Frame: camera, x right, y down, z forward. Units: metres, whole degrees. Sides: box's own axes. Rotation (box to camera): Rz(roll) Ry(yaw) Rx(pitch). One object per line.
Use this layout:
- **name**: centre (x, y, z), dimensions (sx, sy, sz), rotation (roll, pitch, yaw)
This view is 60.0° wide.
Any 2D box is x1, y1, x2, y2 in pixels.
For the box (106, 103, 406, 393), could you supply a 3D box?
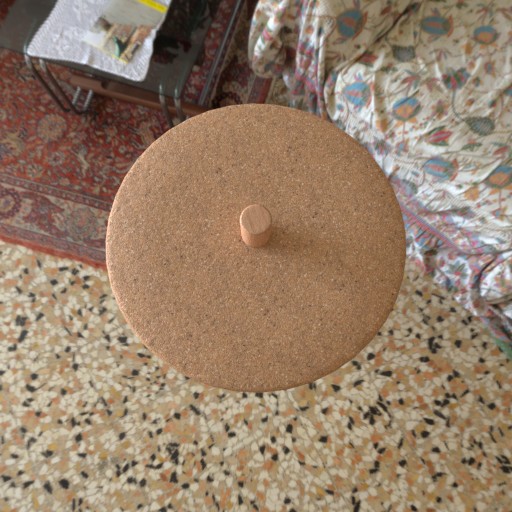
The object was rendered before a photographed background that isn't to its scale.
- **box**: centre (0.000, 0.000, 0.186), dimensions (0.107, 0.094, 0.107), rotation (0, 76, 0)
